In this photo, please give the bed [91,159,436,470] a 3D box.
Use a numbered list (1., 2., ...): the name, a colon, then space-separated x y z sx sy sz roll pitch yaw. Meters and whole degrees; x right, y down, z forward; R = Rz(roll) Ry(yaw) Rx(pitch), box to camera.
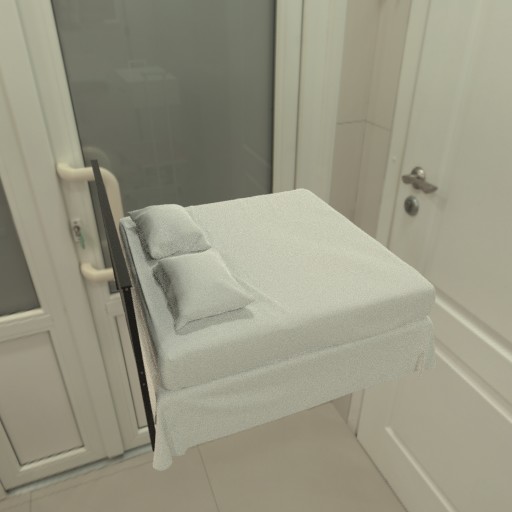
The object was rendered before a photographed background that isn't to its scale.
1. bed: 0.000 0.000 3.591 2.219 1.271 2.315 -11 33 -19
